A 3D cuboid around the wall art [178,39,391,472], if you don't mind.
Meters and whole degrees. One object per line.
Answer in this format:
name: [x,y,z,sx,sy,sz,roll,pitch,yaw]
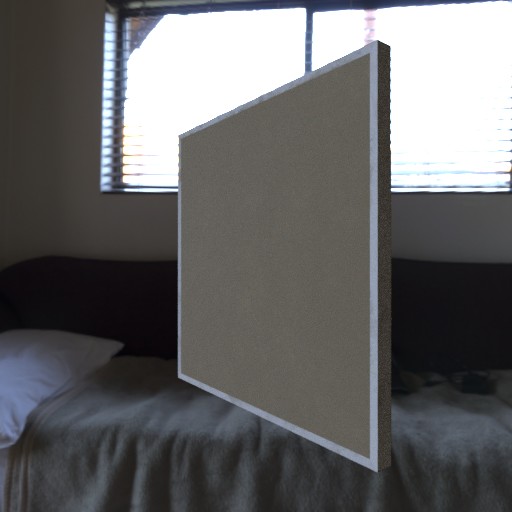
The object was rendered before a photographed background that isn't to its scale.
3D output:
wall art: [0.000,0.000,1.090,0.038,0.757,0.760,0,0,-37]
